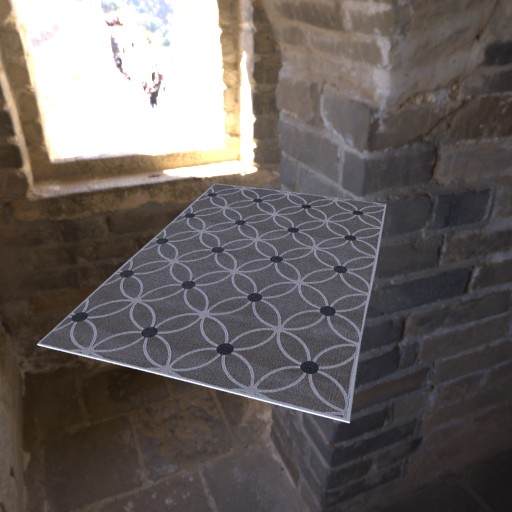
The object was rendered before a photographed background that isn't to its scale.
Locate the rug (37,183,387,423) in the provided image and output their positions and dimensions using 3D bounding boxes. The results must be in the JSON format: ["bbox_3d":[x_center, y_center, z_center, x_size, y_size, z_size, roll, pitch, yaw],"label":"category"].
[{"bbox_3d":[0.000,0.000,2.896,1.522,0.008,2.284,9,31,15],"label":"rug"}]
